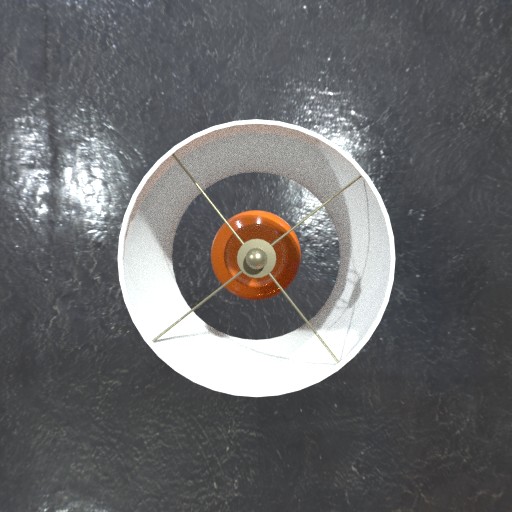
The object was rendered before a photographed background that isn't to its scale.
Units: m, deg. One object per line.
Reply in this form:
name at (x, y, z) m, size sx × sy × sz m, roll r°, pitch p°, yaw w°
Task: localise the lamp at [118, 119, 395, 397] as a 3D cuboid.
lamp at (0.000, 0.000, 1.101) m, size 0.418 × 0.871 × 0.418 m, roll 0°, pitch 91°, yaw 0°
